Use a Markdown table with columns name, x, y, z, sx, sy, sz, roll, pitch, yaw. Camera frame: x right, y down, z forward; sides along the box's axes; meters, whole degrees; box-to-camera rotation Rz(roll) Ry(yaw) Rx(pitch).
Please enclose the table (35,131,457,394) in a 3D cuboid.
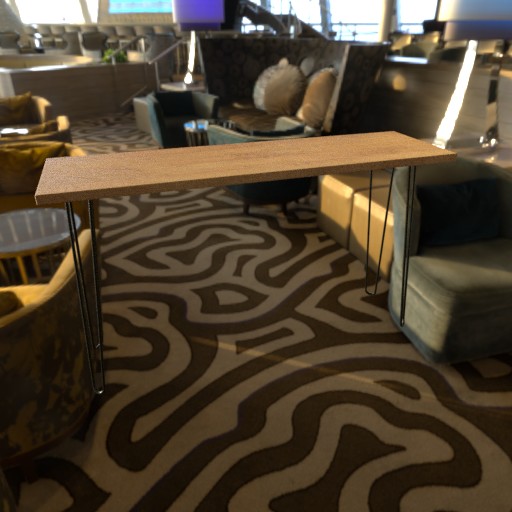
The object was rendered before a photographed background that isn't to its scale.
| name | x | y | z | sx | sy | sz | roll | pitch | yaw |
| --- | --- | --- | --- | --- | --- | --- | --- | --- | --- |
| table | 0.000 | 0.000 | 1.752 | 1.400 | 0.799 | 0.399 | -9 | 29 | -16 |
